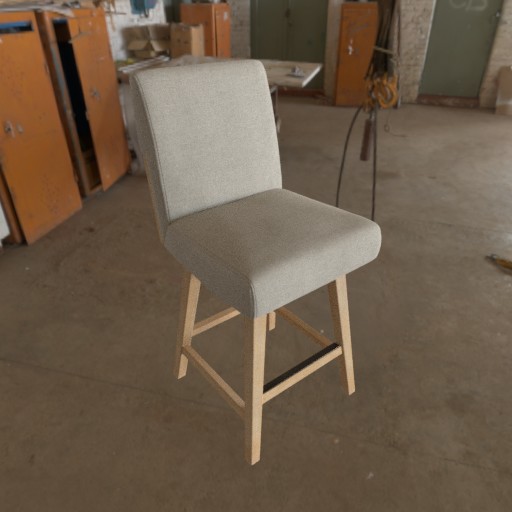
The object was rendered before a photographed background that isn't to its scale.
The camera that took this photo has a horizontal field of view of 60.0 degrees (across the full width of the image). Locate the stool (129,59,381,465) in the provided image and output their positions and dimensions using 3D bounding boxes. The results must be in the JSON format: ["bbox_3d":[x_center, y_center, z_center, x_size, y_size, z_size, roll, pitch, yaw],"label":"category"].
[{"bbox_3d":[0.000,0.000,1.419,0.507,1.085,0.606,-22,37,-32],"label":"stool"}]
